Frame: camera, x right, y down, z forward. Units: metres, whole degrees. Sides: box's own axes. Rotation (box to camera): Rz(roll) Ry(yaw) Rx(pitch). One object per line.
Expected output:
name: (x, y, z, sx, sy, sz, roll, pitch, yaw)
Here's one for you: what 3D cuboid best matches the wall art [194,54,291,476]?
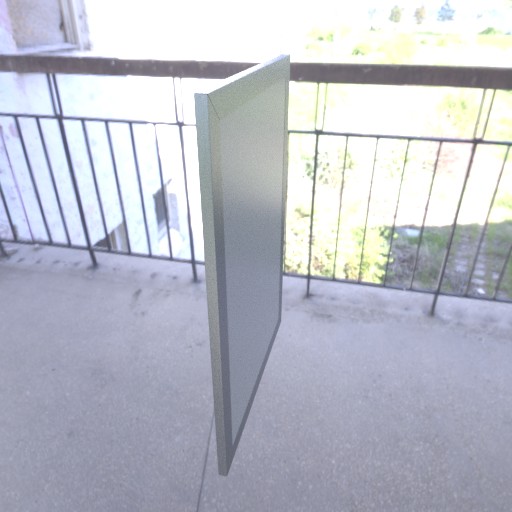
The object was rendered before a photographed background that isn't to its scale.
wall art: (0.000, 0.000, 0.672, 0.013, 0.529, 0.376, 7, 30, 13)
